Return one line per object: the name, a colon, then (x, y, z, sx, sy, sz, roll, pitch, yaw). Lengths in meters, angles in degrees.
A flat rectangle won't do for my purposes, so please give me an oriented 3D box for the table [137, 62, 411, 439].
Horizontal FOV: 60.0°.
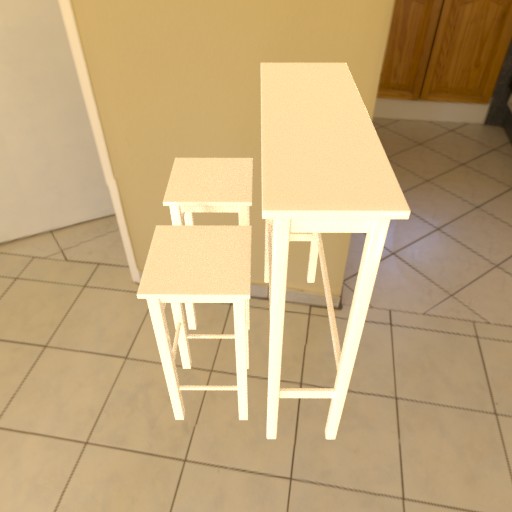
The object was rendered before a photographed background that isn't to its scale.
table: (0.000, 0.000, 1.619, 0.650, 1.065, 0.915, 0, 42, 0)
